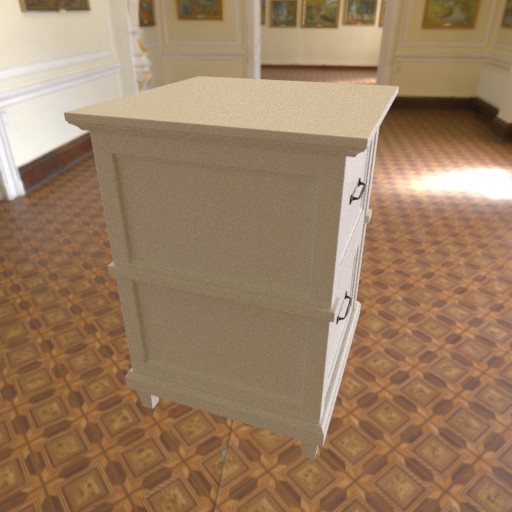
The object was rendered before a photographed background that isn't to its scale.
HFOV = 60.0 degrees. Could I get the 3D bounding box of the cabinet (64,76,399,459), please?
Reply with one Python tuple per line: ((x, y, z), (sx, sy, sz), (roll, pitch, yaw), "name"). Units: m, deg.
((0.000, 0.000, 1.134), (0.547, 0.775, 0.544), (10, 31, 18), "cabinet")
